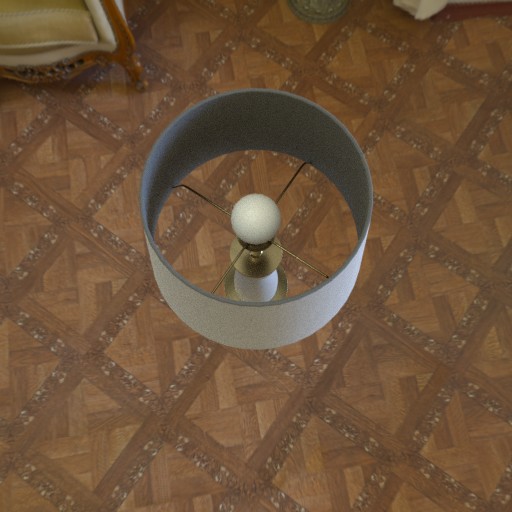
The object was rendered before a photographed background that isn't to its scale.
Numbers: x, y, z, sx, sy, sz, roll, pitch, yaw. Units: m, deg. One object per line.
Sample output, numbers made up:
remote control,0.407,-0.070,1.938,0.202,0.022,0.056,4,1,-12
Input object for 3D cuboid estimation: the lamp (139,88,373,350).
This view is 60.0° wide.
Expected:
lamp,0.000,0.000,0.726,0.309,0.545,0.309,0,75,0
